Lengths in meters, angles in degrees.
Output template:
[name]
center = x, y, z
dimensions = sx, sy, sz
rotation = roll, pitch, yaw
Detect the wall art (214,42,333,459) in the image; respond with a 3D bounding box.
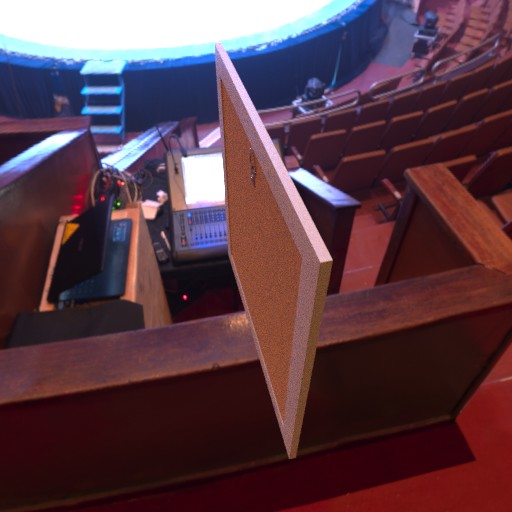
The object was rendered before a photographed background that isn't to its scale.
[wall art]
center = 0.000, 0.000, 0.851
dimensions = 0.015, 0.577, 0.572
rotation = -11, 48, -10
